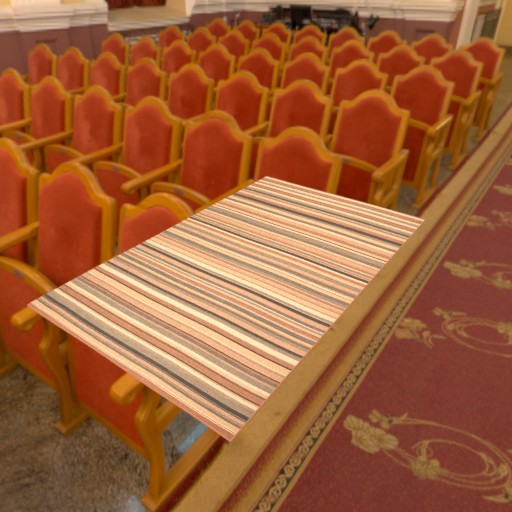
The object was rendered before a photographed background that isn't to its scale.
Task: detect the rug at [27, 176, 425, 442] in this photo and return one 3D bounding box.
[{"bbox_3d":[0.000,0.000,3.027,1.523,0.014,2.438,21,38,30],"label":"rug"}]
